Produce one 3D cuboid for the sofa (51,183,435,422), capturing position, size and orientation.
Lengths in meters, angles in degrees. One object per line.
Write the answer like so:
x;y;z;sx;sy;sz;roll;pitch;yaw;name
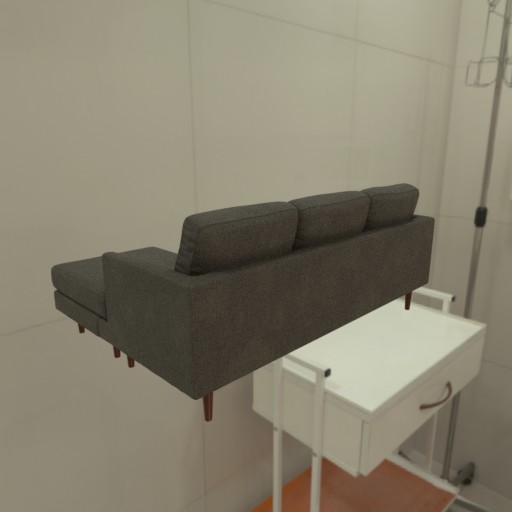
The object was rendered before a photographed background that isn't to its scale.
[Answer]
0.000;0.000;3.054;2.233;0.956;1.504;-14;21;-43;sofa
